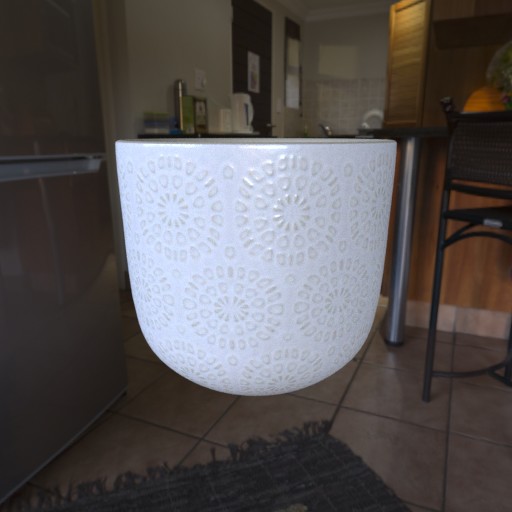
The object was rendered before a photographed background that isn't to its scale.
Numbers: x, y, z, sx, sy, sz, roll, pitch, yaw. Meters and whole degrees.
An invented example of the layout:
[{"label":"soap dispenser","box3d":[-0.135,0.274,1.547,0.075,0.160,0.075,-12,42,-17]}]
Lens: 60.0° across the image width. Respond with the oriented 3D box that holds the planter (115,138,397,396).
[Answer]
[{"label":"planter","box3d":[0.000,0.000,0.299,0.170,0.152,0.170,0,15,0]}]
